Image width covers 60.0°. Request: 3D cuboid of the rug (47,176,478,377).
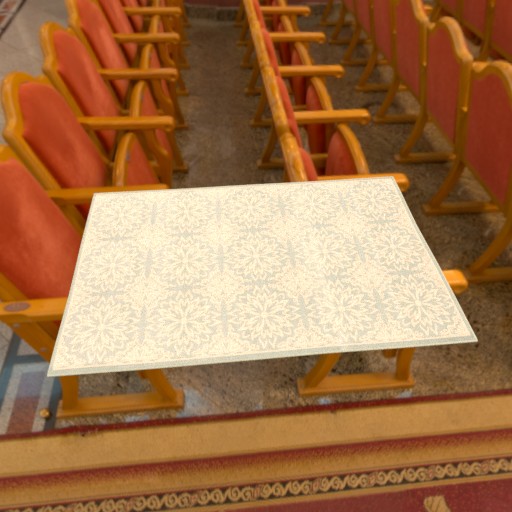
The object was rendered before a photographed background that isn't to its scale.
[{"bbox_3d":[0.000,0.000,2.298,1.840,0.012,1.219,-4,46,-4],"label":"rug"}]
